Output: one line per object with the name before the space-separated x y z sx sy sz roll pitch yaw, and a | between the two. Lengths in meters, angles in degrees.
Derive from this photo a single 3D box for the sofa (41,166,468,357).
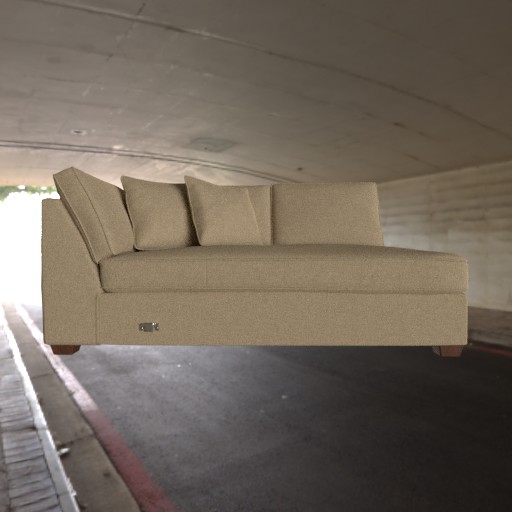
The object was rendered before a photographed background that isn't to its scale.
sofa | 0.000 0.000 2.794 2.237 1.033 1.110 0 1 0
